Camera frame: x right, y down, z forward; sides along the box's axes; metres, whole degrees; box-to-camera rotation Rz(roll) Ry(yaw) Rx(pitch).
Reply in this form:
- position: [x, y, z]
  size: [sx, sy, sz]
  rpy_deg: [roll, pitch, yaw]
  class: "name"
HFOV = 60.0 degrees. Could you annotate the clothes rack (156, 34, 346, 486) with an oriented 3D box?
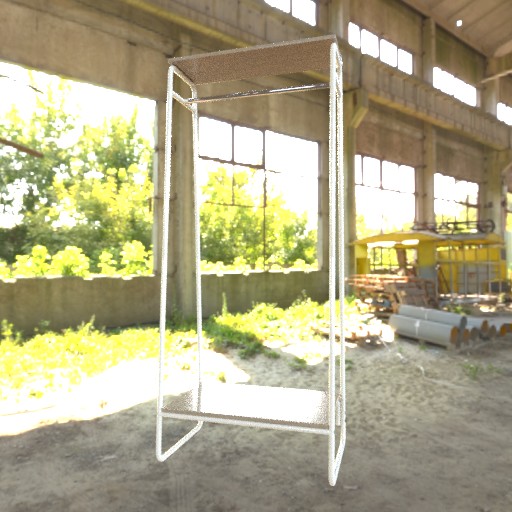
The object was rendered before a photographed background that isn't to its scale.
- position: [0.000, 0.000, 1.704]
  size: [0.640, 1.512, 0.400]
  rpy_deg: [0, -1, 17]
  class: "clothes rack"
